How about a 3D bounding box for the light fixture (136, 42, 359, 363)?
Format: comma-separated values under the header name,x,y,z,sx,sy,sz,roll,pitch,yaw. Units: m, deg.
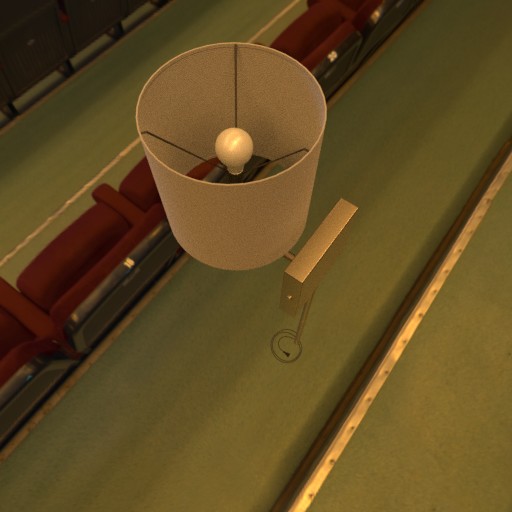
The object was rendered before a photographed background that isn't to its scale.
name,x,y,z,sx,sy,sz,roll,pitch,yaw
light fixture,0.000,0.000,0.693,0.248,0.589,0.188,33,68,15
